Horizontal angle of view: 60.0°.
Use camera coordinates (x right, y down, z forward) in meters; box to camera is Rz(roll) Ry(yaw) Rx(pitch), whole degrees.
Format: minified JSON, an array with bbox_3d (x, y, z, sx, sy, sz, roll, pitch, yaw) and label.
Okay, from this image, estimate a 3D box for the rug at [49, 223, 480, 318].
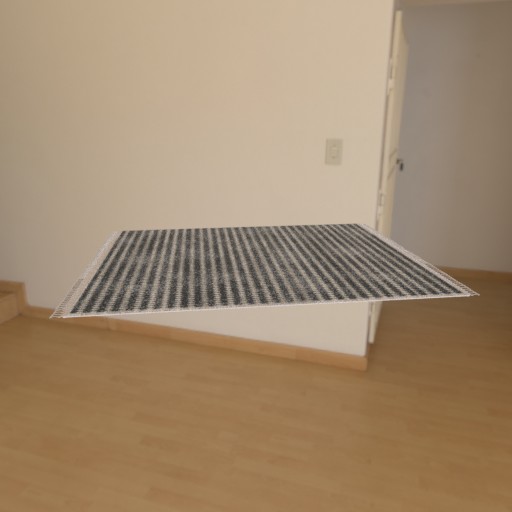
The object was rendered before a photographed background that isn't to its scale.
[{"bbox_3d":[0.000,0.000,4.019,2.910,0.013,2.256,-2,17,-7],"label":"rug"}]
